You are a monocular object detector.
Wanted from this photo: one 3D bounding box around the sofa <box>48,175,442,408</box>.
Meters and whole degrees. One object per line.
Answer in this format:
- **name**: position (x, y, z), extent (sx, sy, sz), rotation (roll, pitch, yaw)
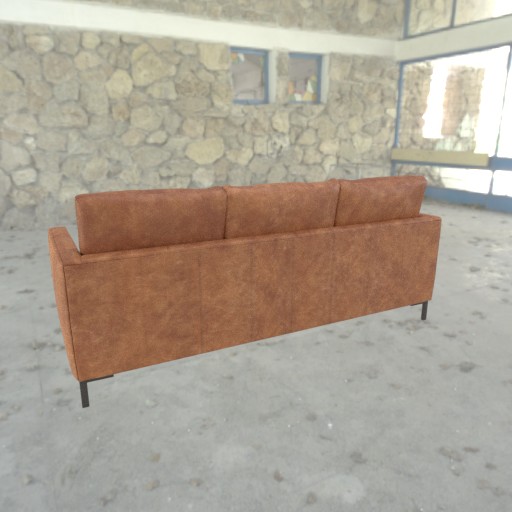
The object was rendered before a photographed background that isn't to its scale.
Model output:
- **sofa**: position (0.000, 0.000, 2.423), extent (2.029, 0.863, 0.748), rotation (-8, 17, -26)
